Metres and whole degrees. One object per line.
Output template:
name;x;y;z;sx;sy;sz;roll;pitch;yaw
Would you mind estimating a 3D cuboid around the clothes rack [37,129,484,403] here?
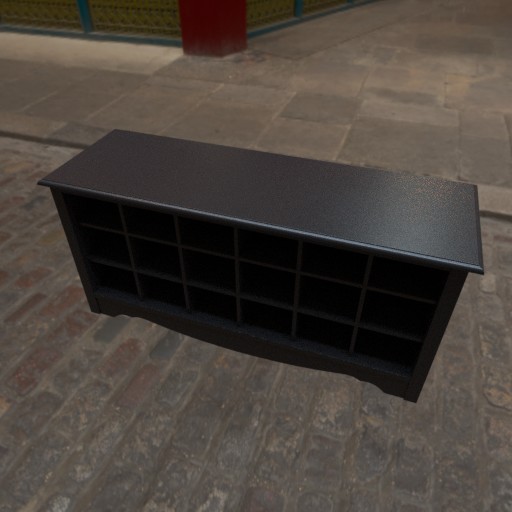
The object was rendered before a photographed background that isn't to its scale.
clothes rack;0.000;0.000;1.459;1.219;0.556;0.406;12;41;15
